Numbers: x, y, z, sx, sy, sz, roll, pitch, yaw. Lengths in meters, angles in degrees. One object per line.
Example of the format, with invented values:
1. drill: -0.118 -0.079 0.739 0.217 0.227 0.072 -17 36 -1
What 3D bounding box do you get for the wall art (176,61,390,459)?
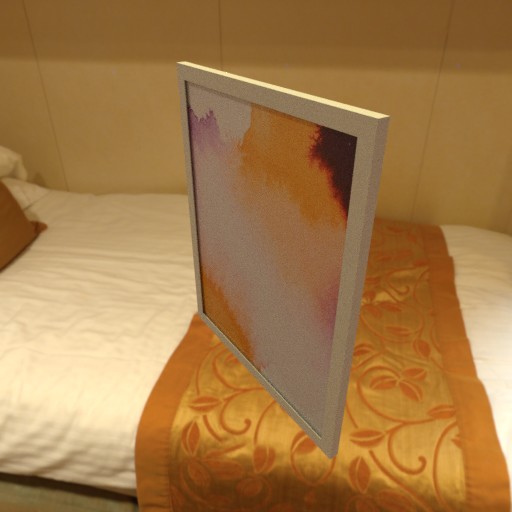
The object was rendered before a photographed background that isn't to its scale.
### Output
1. wall art: 0.000 0.000 1.096 0.026 0.811 0.661 -20 37 -29
